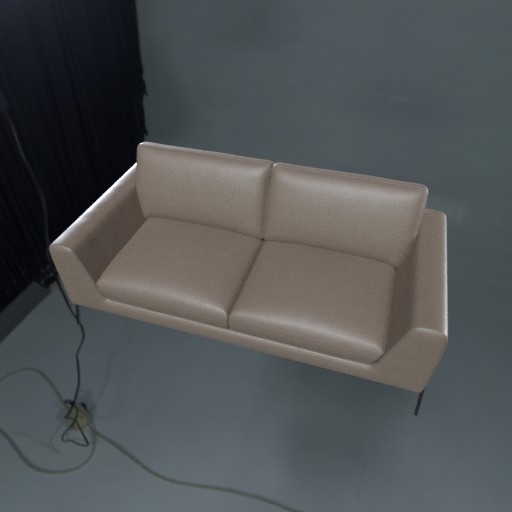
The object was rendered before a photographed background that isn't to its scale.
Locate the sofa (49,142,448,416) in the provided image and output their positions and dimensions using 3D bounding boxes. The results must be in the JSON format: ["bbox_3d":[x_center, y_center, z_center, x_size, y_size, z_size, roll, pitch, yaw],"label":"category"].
[{"bbox_3d":[0.000,0.000,2.534,2.017,0.875,0.953,12,42,13],"label":"sofa"}]
